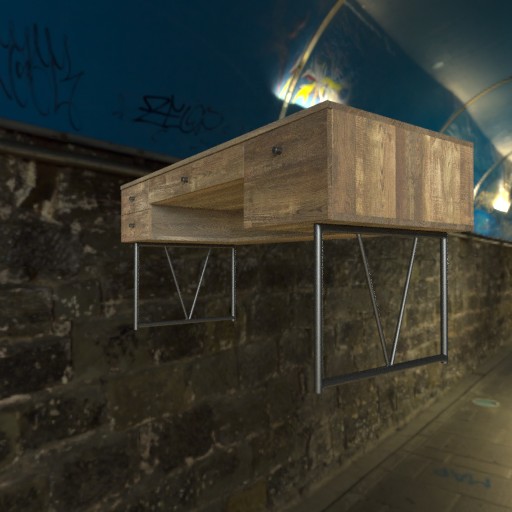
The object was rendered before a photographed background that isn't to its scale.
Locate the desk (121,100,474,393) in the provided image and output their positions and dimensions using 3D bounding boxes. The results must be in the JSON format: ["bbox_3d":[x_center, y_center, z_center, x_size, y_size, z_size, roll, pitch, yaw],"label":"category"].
[{"bbox_3d":[0.000,0.000,1.986,0.730,0.780,1.600,1,-1,-35],"label":"desk"}]
